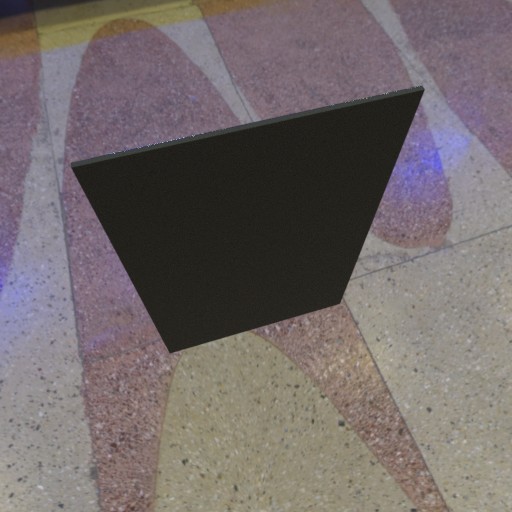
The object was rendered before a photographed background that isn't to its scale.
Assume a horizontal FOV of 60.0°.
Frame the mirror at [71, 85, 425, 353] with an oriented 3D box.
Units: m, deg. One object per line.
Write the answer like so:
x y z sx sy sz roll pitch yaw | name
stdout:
0.000 0.000 1.137 0.613 0.914 0.039 -15 61 -9 | mirror
